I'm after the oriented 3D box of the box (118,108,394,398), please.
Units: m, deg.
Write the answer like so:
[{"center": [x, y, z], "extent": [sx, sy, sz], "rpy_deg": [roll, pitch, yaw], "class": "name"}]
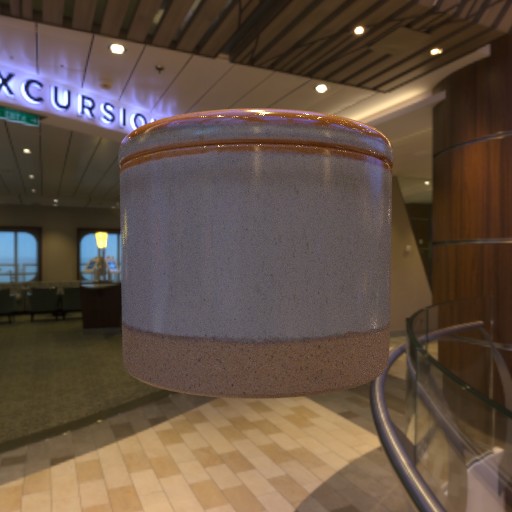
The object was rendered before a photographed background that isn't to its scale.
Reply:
[{"center": [0.000, 0.000, 0.207], "extent": [0.123, 0.100, 0.123], "rpy_deg": [0, 0, 0], "class": "box"}]
